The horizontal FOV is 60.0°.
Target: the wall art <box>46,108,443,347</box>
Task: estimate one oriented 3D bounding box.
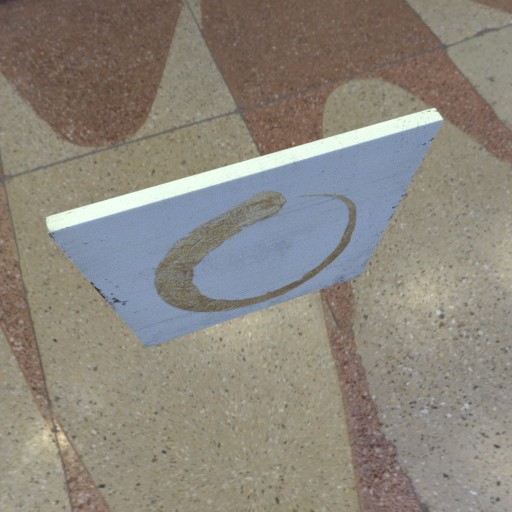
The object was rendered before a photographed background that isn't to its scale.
[{"bbox_3d":[0.000,0.000,1.152,0.762,0.762,0.038,-18,65,-8],"label":"wall art"}]
